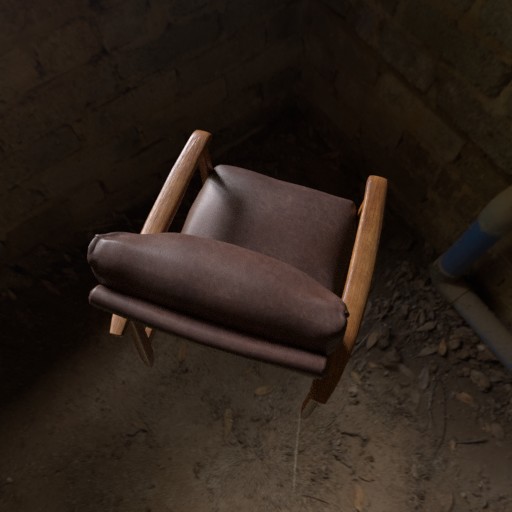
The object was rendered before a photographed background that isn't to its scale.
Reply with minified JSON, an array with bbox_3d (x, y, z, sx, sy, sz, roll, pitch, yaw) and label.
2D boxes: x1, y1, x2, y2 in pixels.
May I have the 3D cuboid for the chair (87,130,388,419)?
[{"bbox_3d":[0.000,0.000,1.512,0.782,0.897,0.830,16,67,7],"label":"chair"}]
